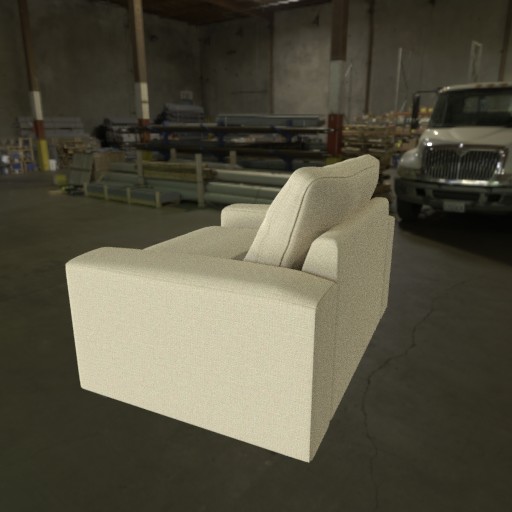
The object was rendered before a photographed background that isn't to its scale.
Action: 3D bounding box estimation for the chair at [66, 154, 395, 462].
[{"bbox_3d":[0.000,0.000,2.078,1.039,0.915,1.398,8,18,24],"label":"chair"}]
